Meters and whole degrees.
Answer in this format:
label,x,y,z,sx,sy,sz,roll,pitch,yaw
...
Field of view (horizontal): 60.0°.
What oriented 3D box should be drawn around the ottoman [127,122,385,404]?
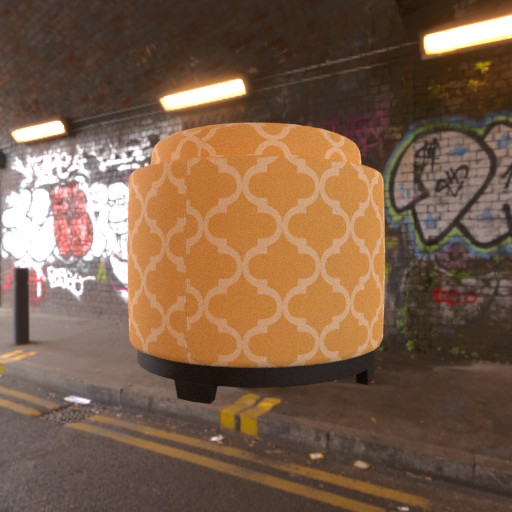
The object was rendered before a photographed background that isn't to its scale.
label,x,y,z,sx,sy,sz,roll,pitch,yaw
ottoman,0.000,0.000,0.859,0.480,0.429,0.480,0,1,0
